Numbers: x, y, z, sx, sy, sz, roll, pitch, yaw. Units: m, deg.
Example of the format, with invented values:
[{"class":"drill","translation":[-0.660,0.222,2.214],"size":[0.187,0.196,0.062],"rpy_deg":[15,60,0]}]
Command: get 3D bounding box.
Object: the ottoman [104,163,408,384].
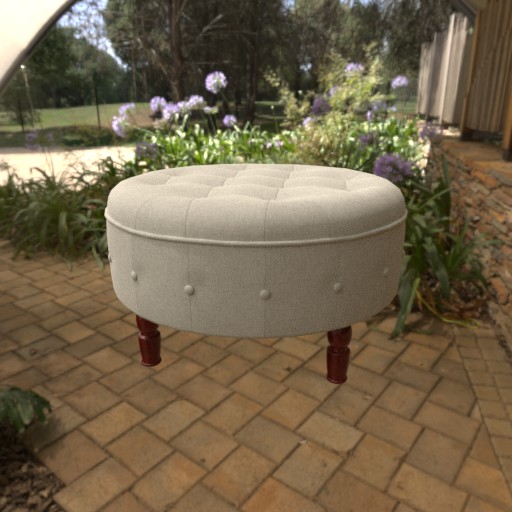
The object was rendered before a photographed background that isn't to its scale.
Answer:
[{"class":"ottoman","translation":[0.000,0.000,1.357],"size":[0.850,0.483,0.850],"rpy_deg":[0,18,0]}]
